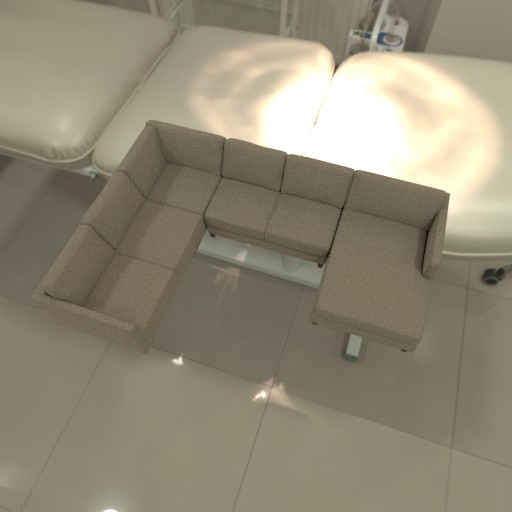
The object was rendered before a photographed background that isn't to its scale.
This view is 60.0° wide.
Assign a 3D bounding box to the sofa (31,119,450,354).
[{"bbox_3d":[0.000,0.000,4.460,3.438,0.865,2.424,16,60,10],"label":"sofa"}]
